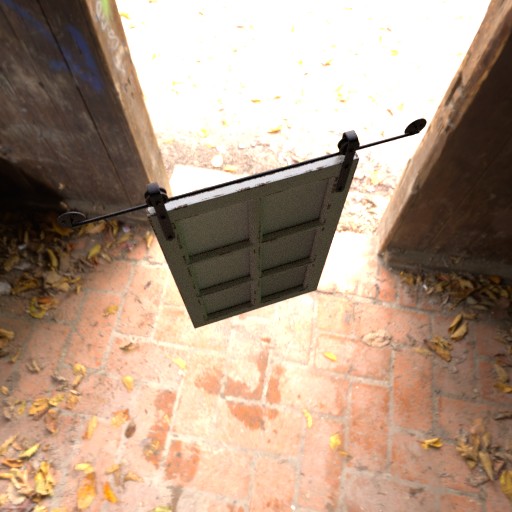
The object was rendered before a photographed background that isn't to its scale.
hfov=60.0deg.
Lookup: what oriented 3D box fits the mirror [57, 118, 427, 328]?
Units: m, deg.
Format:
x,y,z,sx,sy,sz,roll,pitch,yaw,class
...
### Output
x,y,z,sx,sy,sz,roll,pitch,yaw,class
0.000,0.000,1.250,0.808,0.844,0.037,-17,65,-8,mirror
